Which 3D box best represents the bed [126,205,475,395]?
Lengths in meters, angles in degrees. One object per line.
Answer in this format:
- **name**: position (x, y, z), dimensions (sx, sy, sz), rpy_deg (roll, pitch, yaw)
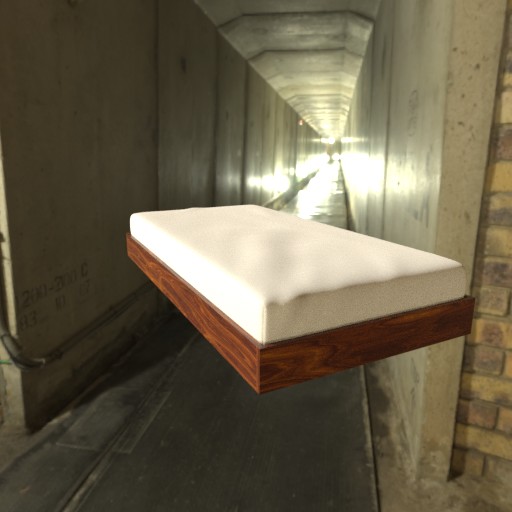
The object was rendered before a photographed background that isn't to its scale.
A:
- **bed**: position (0.000, 0.000, 2.294), dimensions (0.940, 0.312, 1.860), rpy_deg (-8, 16, -26)
